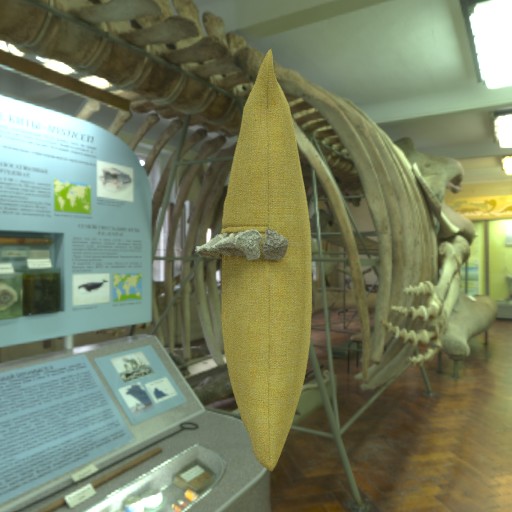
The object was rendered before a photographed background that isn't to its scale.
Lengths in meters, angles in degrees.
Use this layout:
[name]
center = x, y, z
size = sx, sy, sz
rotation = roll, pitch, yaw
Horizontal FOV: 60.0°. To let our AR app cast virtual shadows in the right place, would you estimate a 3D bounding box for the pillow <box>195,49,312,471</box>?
[pillow]
center = 0.000, 0.000, 0.734
size = 0.167, 0.481, 0.485
rotation = 0, 1, 0
